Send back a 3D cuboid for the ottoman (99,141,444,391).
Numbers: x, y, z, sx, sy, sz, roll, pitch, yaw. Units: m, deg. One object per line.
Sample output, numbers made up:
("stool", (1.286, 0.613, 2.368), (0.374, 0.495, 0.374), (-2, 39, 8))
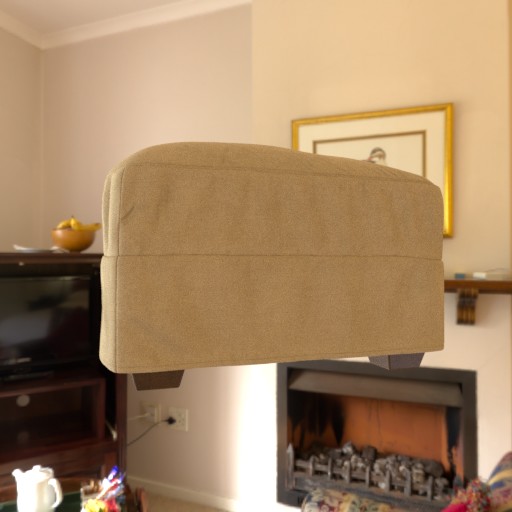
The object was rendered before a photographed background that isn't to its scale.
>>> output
("ottoman", (0.000, 0.000, 1.080), (0.712, 0.480, 0.584), (0, -1, -18))
